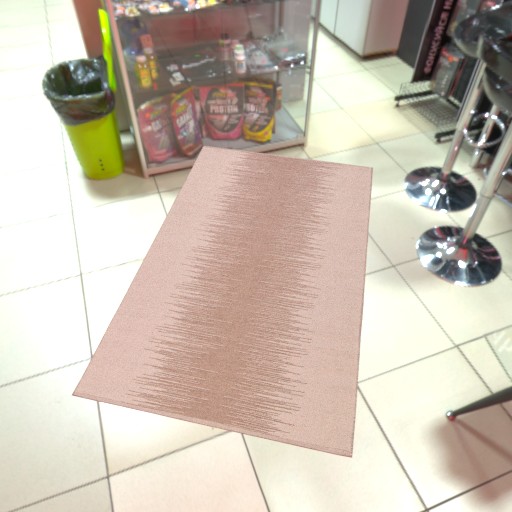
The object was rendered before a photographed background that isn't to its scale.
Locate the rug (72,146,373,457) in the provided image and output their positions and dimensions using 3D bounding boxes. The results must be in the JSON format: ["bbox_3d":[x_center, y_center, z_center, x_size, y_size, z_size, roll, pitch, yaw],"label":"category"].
[{"bbox_3d":[0.000,0.000,3.108,1.522,0.012,2.440,9,48,8],"label":"rug"}]
